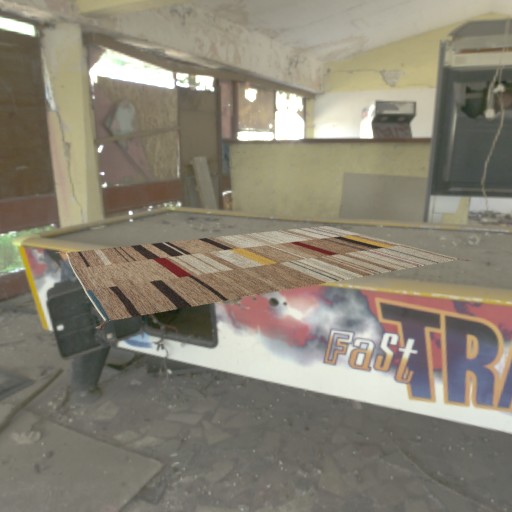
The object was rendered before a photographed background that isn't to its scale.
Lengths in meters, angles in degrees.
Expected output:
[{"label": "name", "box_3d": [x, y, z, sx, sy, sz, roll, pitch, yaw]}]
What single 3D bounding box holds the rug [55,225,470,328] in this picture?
[{"label": "rug", "box_3d": [0.000, 0.000, 2.412, 1.918, 0.007, 1.268, -7, 16, -28]}]
